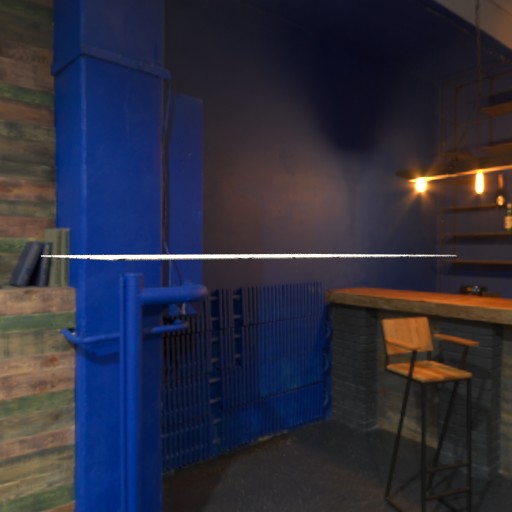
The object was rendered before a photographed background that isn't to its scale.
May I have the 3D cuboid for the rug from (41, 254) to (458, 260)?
[{"bbox_3d":[0.000,0.000,3.072,2.465,0.008,1.526,0,1,-35],"label":"rug"}]
